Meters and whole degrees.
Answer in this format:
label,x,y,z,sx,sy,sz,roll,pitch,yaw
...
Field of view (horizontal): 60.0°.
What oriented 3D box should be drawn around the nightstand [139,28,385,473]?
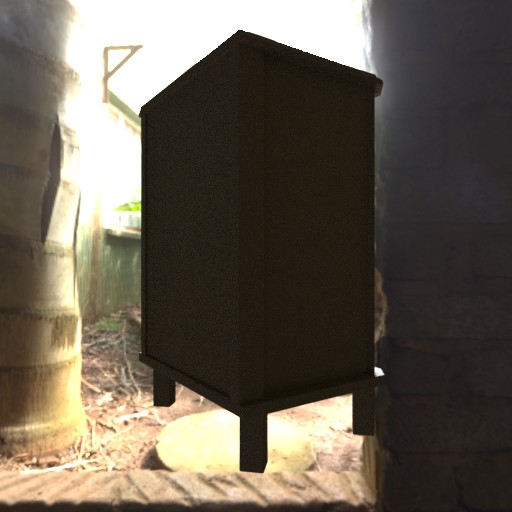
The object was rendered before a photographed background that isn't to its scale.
label,x,y,z,sx,sy,sz,roll,pitch,yaw
nightstand,0.000,0.000,0.936,0.350,0.680,0.450,0,0,-34
